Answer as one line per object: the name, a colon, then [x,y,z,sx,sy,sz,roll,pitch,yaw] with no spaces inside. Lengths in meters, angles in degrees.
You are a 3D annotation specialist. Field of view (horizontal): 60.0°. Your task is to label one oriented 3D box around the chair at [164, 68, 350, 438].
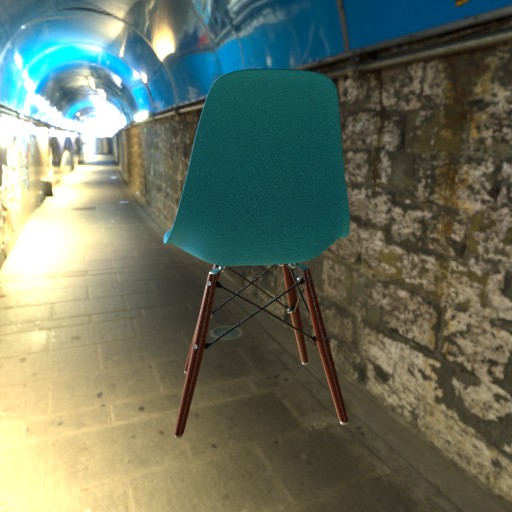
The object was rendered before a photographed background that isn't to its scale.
chair: [0.000,0.000,1.151,0.470,0.826,0.533,-2,14,-9]
